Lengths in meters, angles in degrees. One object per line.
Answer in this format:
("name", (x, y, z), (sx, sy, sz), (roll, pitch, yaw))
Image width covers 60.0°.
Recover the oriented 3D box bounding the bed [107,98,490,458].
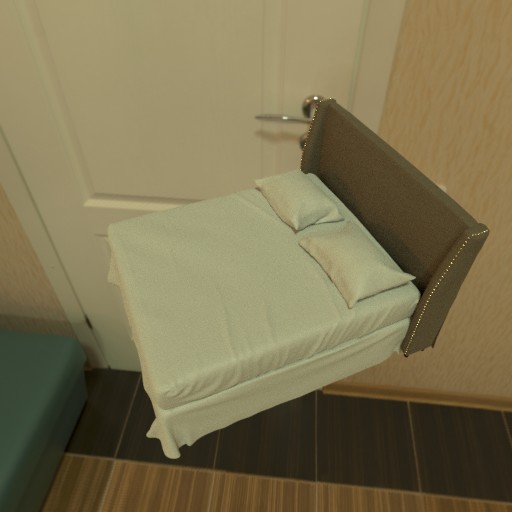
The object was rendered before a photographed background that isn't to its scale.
("bed", (0.000, 0.000, 3.406), (2.276, 1.332, 1.925), (-17, 48, -16))
